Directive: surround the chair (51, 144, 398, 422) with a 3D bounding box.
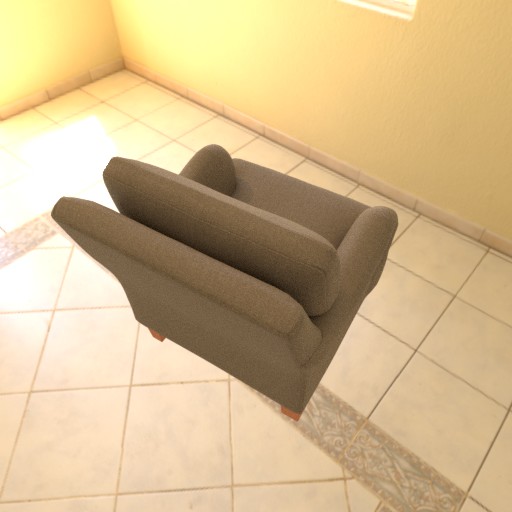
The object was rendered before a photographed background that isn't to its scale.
[{"bbox_3d":[0.000,0.000,1.868,0.955,1.038,1.070,25,53,20],"label":"chair"}]
